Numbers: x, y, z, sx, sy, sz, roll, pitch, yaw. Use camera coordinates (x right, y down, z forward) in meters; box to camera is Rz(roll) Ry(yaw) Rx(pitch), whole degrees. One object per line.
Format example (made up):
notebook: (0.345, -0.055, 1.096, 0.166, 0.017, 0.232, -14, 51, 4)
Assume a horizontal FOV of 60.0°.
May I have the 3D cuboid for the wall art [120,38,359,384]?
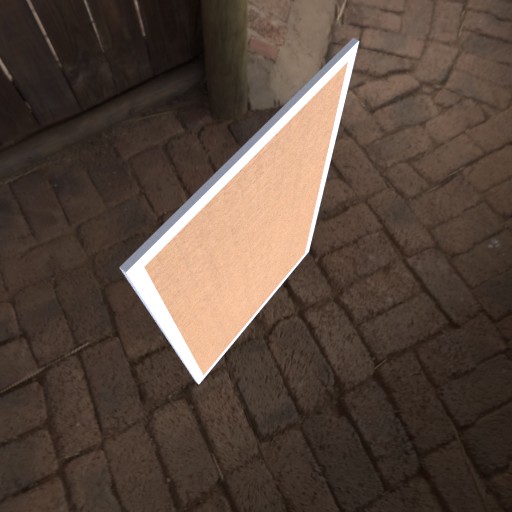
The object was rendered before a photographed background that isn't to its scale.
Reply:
wall art: (0.000, 0.000, 1.228, 0.015, 0.965, 0.660, 35, 69, 16)
